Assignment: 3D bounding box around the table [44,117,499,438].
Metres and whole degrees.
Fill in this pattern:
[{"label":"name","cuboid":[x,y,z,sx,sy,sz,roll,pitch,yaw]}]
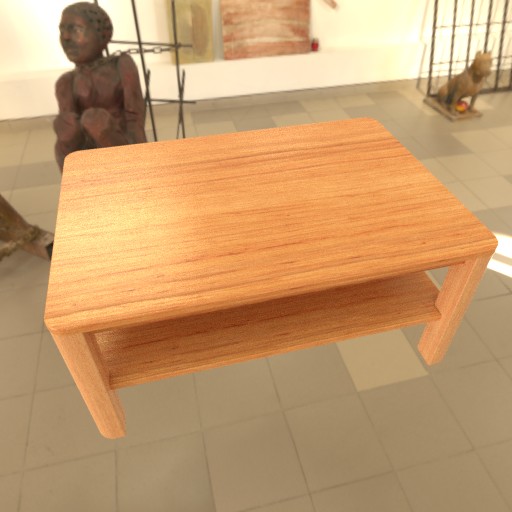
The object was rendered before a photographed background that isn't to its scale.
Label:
[{"label":"table","cuboid":[0.000,0.000,1.312,0.997,0.445,0.696,-10,43,-10]}]
